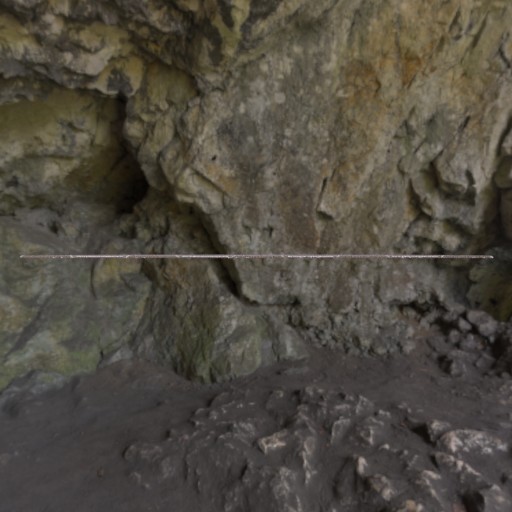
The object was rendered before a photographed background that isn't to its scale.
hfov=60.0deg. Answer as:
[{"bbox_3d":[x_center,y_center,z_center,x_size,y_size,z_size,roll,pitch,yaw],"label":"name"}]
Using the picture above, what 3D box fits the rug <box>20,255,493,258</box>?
[{"bbox_3d":[0.000,0.000,3.063,2.457,0.012,1.541,0,0,-1],"label":"rug"}]
